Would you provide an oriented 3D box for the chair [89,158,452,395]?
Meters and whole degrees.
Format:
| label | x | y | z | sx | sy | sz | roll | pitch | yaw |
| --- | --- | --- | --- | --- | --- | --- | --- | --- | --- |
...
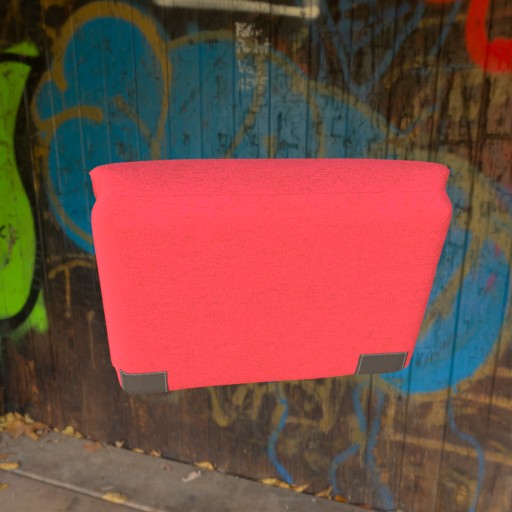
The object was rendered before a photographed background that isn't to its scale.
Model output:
| label | x | y | z | sx | sy | sz | roll | pitch | yaw |
| --- | --- | --- | --- | --- | --- | --- | --- | --- | --- |
| chair | 0.000 | 0.000 | 1.331 | 0.820 | 0.580 | 0.780 | -2 | 14 | -10 |
